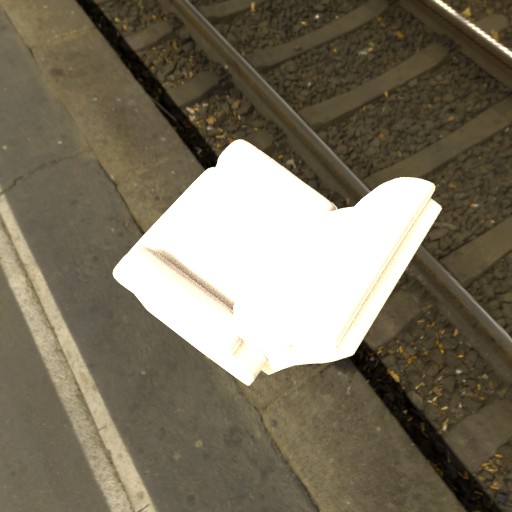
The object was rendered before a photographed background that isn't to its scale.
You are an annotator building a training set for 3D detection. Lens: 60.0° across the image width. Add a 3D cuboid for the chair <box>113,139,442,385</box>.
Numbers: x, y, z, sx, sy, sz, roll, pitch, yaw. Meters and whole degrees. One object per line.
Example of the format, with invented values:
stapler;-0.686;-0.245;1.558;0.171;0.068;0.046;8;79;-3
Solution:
chair;0.000;0.000;1.766;1.001;1.039;0.820;32;67;15
